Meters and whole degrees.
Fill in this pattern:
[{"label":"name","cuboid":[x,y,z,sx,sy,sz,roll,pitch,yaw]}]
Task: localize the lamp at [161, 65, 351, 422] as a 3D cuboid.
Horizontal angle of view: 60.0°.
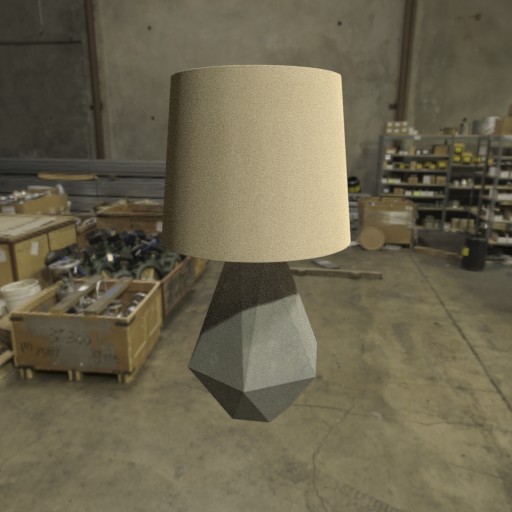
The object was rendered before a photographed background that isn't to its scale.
[{"label":"lamp","cuboid":[0.000,0.000,0.668,0.276,0.501,0.276,0,15,0]}]
